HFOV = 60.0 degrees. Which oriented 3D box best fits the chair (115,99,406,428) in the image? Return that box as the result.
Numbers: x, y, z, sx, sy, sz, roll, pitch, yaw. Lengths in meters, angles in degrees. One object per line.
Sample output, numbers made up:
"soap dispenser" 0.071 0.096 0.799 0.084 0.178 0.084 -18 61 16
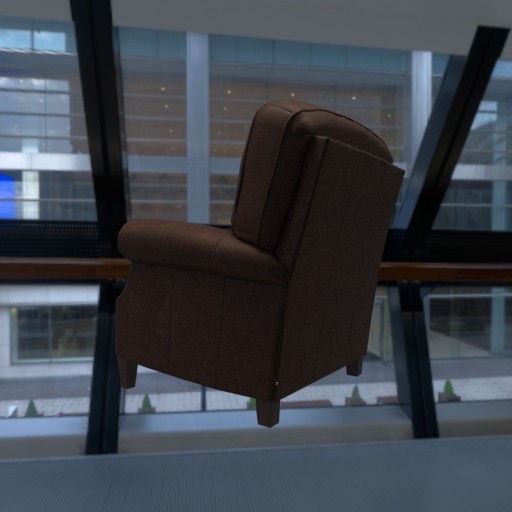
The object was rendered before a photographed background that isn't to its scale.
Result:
"chair" 0.000 0.000 1.788 0.986 1.018 0.936 1 2 36
